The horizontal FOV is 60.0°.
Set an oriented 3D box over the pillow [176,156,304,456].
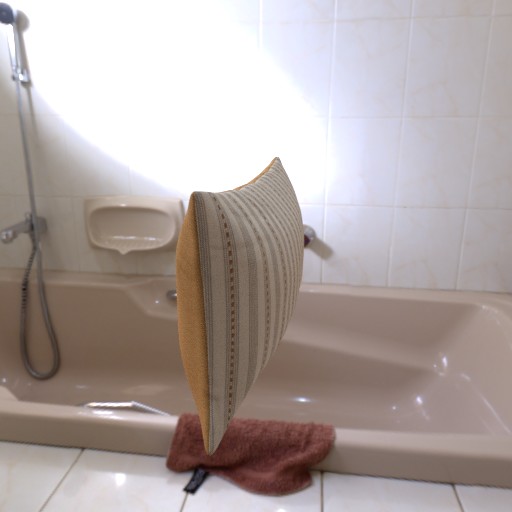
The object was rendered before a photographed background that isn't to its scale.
[{"bbox_3d":[0.000,0.000,0.735,0.151,0.291,0.608,3,16,10],"label":"pillow"}]
